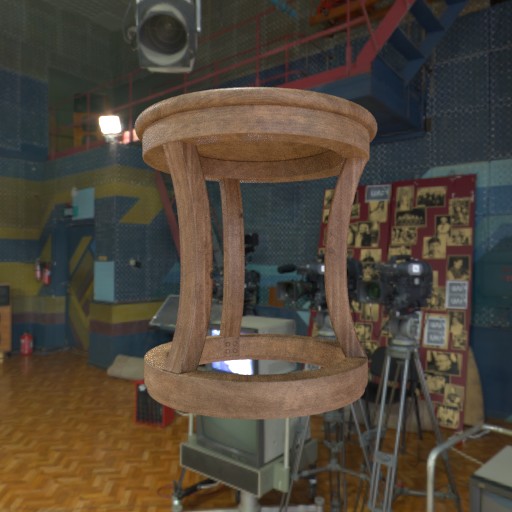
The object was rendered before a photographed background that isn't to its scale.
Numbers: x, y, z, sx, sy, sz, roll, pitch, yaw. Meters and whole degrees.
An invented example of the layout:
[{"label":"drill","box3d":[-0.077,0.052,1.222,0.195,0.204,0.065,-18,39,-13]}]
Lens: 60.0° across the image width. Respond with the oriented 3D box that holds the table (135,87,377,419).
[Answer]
[{"label":"table","box3d":[0.000,0.000,0.816,0.432,0.460,0.432,0,0,0]}]
